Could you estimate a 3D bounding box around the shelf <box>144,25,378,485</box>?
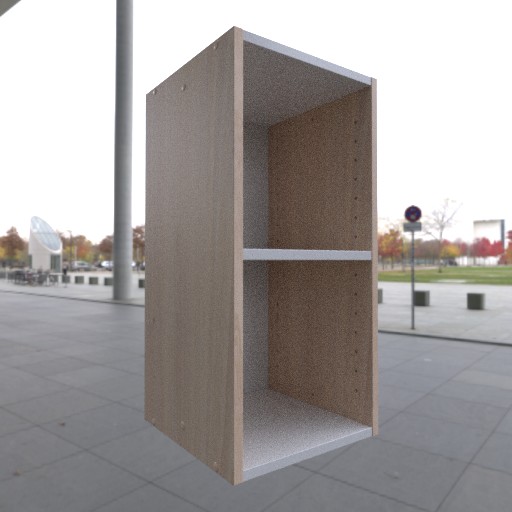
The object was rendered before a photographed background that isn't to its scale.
[{"bbox_3d":[0.000,0.000,0.776,0.290,0.594,0.297,0,-1,-36],"label":"shelf"}]
